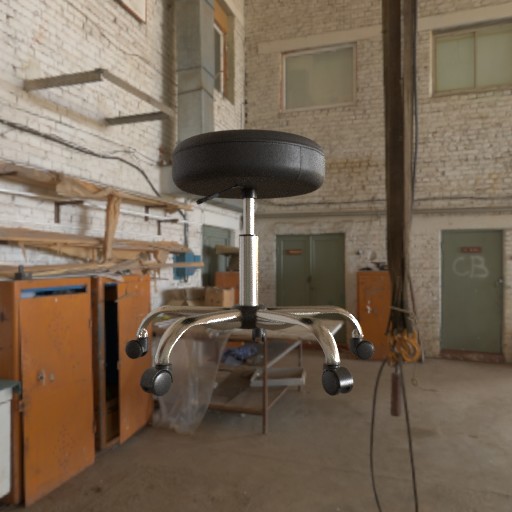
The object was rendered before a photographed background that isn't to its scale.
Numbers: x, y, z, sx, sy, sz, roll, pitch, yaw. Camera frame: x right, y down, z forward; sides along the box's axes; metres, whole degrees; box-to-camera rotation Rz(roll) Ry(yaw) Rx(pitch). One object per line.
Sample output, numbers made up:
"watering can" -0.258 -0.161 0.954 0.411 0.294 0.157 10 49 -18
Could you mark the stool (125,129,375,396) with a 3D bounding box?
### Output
"stool" 0.000 0.000 1.155 0.673 0.576 0.638 1 -1 -35
